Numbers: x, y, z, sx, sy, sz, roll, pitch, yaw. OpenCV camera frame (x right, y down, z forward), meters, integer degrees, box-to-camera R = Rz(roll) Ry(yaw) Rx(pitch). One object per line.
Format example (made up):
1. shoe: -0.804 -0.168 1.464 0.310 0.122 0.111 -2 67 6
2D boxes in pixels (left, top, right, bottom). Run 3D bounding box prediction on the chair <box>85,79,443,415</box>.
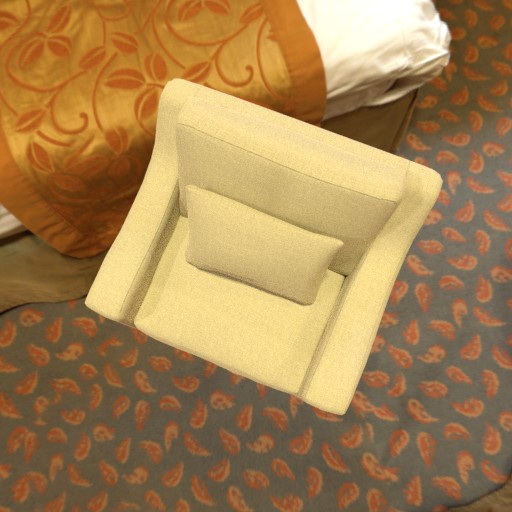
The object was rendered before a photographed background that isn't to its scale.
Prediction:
1. chair: 0.000 0.000 1.973 1.178 1.016 1.009 22 76 6
